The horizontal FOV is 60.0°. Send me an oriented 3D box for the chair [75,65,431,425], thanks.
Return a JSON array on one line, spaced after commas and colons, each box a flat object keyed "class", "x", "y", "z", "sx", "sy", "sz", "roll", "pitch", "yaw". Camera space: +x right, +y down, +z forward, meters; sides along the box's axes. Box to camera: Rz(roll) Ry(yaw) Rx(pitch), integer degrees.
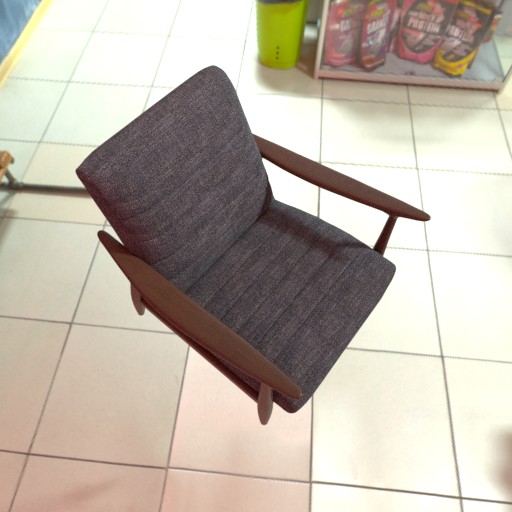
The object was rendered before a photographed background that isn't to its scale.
[{"class": "chair", "x": 0.000, "y": 0.000, "z": 1.467, "sx": 0.798, "sy": 0.832, "sz": 0.741, "roll": 34, "pitch": 64, "yaw": 19}]
